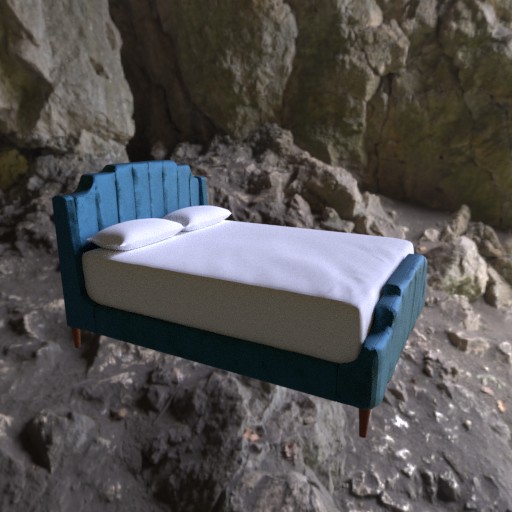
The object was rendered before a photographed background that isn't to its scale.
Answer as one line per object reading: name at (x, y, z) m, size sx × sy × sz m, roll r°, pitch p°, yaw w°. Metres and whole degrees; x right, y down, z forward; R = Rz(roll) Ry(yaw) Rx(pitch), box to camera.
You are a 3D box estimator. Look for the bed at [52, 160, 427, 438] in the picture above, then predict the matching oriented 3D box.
bed at (0.000, 0.000, 3.358) m, size 2.322 × 1.338 × 1.678 m, roll 8°, pitch 17°, yaw 27°
